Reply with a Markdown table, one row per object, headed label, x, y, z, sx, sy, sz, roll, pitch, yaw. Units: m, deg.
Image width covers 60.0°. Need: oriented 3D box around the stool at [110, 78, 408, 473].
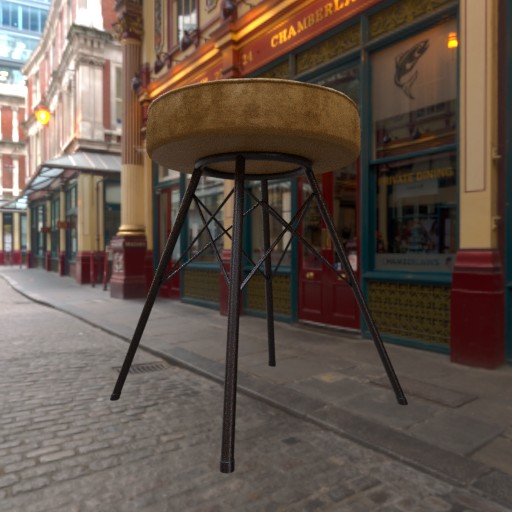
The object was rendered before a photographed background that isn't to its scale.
| label | x | y | z | sx | sy | sz | roll | pitch | yaw |
| --- | --- | --- | --- | --- | --- | --- | --- | --- | --- |
| stool | 0.000 | 0.000 | 0.909 | 0.472 | 0.595 | 0.438 | 0 | 0 | -37 |
